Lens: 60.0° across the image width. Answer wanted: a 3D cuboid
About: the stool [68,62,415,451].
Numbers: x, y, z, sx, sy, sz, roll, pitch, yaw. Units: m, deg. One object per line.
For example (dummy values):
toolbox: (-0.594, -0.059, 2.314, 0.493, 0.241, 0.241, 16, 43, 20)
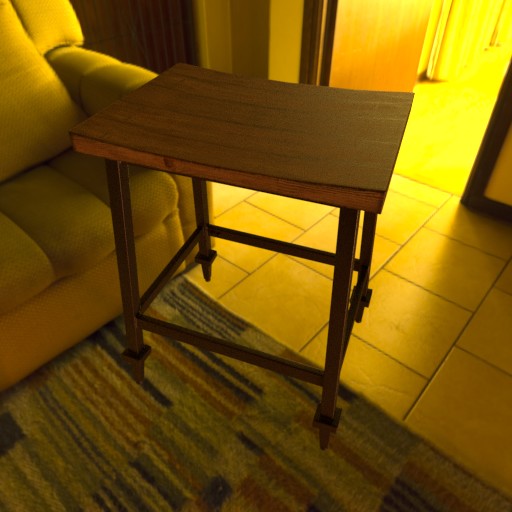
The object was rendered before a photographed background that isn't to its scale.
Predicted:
stool: (0.000, 0.000, 0.924, 0.486, 0.625, 0.405, 14, 42, 16)
